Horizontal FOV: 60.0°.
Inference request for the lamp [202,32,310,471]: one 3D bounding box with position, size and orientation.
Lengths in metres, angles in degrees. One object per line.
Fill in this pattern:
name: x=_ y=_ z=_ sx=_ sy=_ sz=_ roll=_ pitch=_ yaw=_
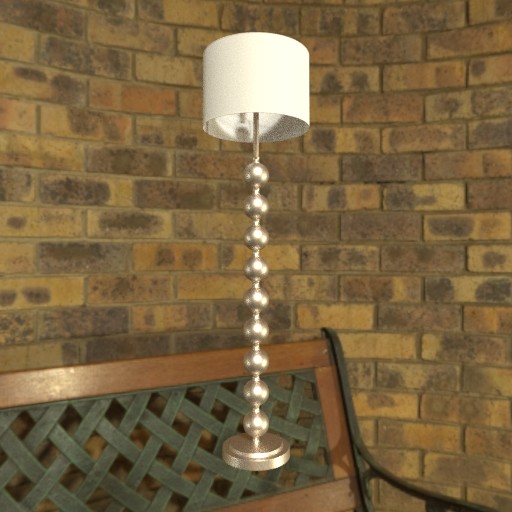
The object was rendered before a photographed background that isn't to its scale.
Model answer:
lamp: x=0.000 y=0.000 z=1.644 sx=0.394 sy=1.474 sz=0.394 roll=0 pitch=0 yaw=36
